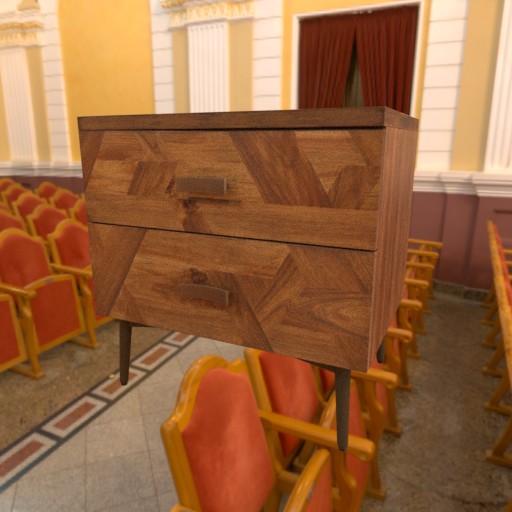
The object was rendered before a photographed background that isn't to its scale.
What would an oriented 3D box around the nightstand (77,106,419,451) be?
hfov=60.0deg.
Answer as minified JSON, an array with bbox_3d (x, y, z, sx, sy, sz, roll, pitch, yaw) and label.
[{"bbox_3d":[0.000,0.000,1.022,0.610,0.610,0.458,7,16,25],"label":"nightstand"}]
